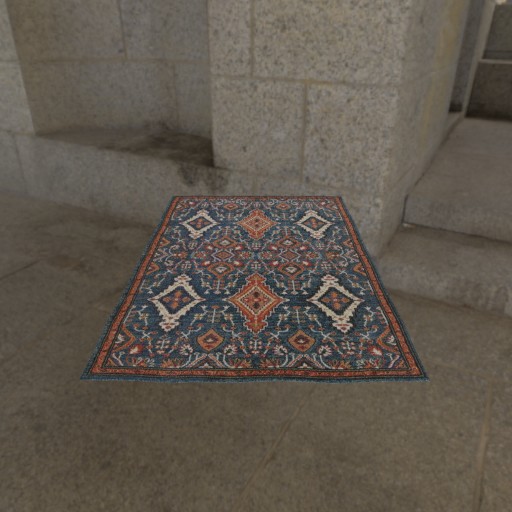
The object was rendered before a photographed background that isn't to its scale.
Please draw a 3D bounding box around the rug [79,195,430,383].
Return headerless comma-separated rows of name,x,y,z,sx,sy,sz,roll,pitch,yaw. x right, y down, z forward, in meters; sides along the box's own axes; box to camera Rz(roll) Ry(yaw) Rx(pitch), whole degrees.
rug,0.000,0.000,4.210,2.190,0.008,3.371,0,27,0
